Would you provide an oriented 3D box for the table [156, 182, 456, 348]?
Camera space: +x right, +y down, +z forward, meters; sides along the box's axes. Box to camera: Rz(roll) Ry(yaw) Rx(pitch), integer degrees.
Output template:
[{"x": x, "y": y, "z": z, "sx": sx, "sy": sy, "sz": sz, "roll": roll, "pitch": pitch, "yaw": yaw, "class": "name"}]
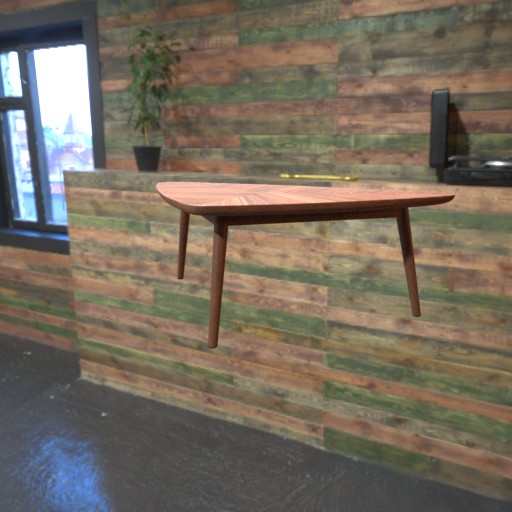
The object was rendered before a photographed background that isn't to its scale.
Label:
[{"x": 0.000, "y": 0.000, "z": 1.291, "sx": 1.008, "sy": 0.365, "sz": 0.601, "roll": 7, "pitch": 15, "yaw": 26, "class": "table"}]
